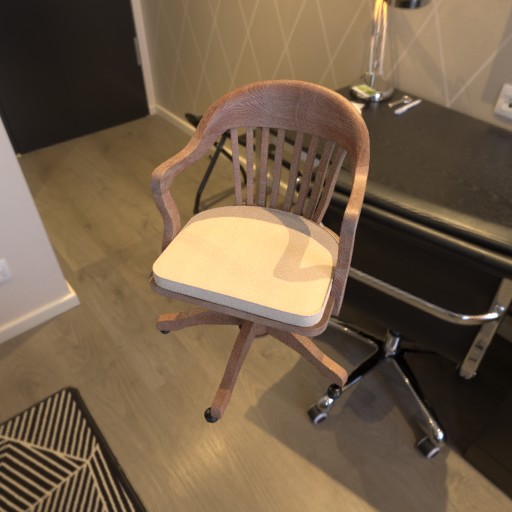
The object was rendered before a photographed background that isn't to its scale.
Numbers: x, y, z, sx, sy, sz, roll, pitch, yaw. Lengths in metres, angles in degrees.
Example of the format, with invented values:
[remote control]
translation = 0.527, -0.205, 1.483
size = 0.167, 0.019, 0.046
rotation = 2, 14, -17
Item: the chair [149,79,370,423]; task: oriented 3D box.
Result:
[chair]
translation = 0.000, 0.000, 1.459
size = 0.750, 0.878, 0.788
rotation = 14, 44, 15
